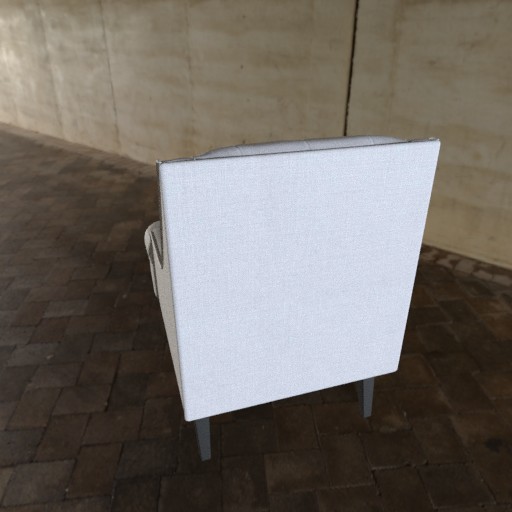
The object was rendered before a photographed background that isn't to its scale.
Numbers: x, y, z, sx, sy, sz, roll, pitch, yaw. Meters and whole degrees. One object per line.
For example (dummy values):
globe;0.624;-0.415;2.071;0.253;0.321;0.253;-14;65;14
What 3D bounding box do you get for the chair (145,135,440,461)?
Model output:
chair;0.000;0.000;1.429;0.658;0.891;0.772;-8;29;-16
